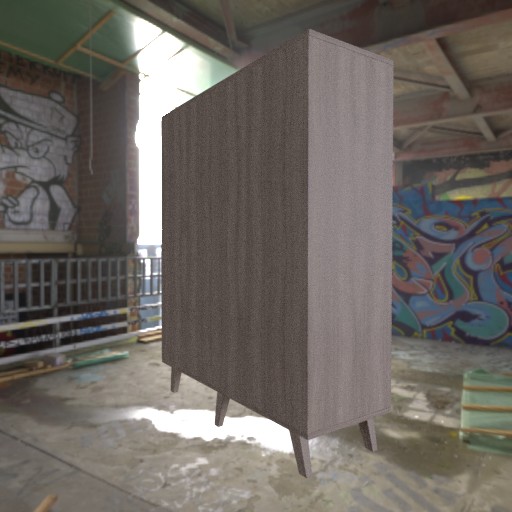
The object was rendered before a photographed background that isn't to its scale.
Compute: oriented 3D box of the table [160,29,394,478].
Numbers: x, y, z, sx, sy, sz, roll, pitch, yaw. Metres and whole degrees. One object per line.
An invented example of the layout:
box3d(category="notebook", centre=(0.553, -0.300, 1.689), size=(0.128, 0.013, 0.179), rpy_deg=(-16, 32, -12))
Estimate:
box3d(category="table", centre=(0.000, 0.000, 1.909), size=(0.398, 1.388, 1.111), rpy_deg=(-1, 2, -35))
